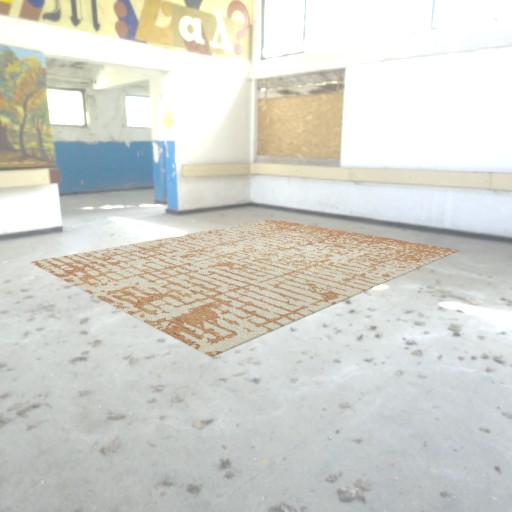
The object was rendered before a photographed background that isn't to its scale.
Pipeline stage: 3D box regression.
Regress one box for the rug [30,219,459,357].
[{"bbox_3d":[0.000,0.000,4.012,2.441,0.011,3.050,14,20,43],"label":"rug"}]
